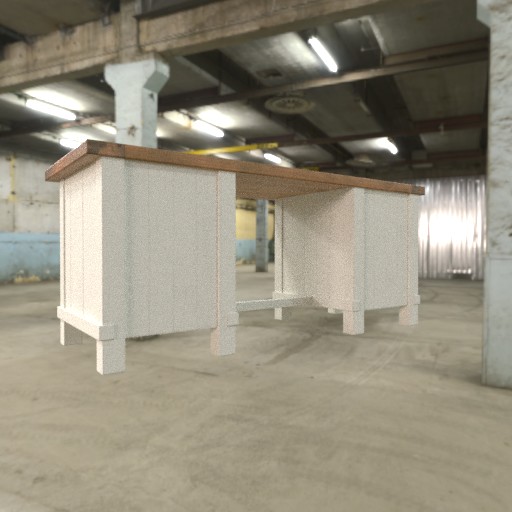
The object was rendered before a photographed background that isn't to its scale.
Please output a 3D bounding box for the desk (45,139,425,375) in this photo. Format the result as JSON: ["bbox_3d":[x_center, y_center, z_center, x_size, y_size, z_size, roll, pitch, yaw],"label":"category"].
[{"bbox_3d":[0.000,0.000,2.211,1.803,0.760,0.688,-1,1,-36],"label":"desk"}]
